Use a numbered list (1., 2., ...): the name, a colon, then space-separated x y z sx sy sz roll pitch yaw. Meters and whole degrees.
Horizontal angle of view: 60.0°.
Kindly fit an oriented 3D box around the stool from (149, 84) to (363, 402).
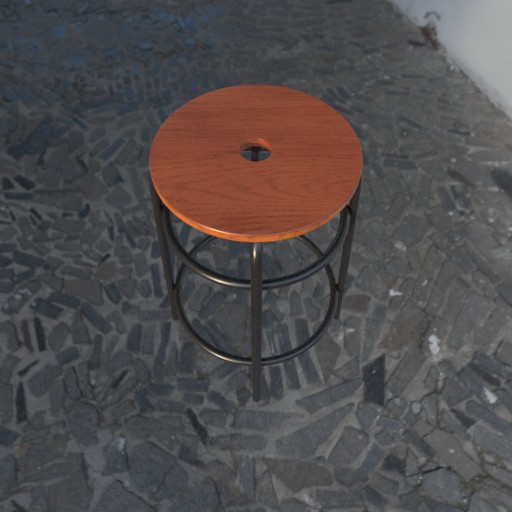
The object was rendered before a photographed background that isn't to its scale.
1. stool: 0.000 0.000 0.954 0.455 0.610 0.455 0 57 0
